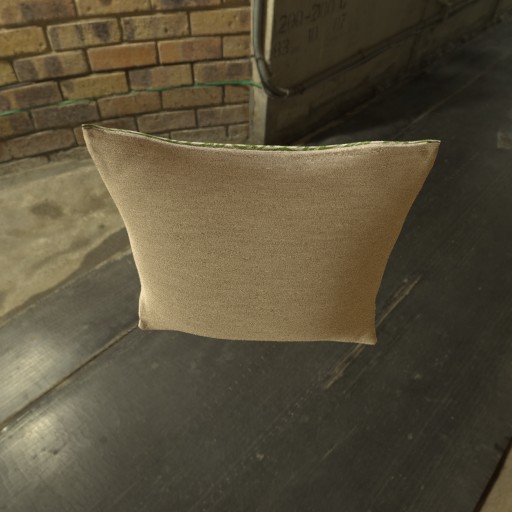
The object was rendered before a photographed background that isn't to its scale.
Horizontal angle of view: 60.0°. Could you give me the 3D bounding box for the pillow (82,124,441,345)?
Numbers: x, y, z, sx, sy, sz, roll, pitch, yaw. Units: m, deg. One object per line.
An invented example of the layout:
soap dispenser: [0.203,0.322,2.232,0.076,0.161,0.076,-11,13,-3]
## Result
pillow: [0.000,0.000,0.677,0.440,0.419,0.162,3,46,3]
